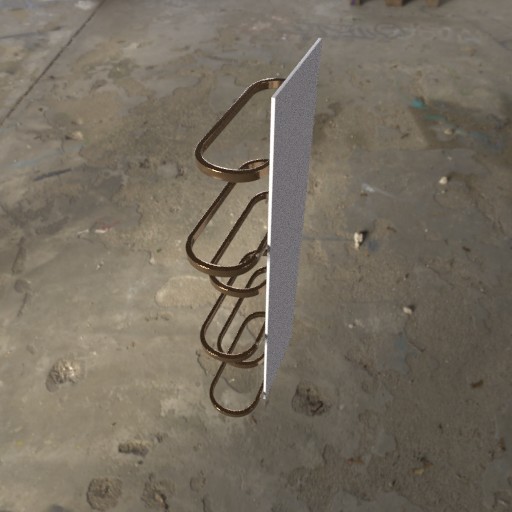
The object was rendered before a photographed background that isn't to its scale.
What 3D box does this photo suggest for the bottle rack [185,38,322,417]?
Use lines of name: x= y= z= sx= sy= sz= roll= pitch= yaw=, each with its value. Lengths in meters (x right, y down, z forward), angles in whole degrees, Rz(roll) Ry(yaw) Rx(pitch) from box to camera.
bottle rack: x=0.000 y=0.000 z=0.804 sx=0.118 sy=0.709 sz=0.332 roll=16 pitch=48 yaw=15
